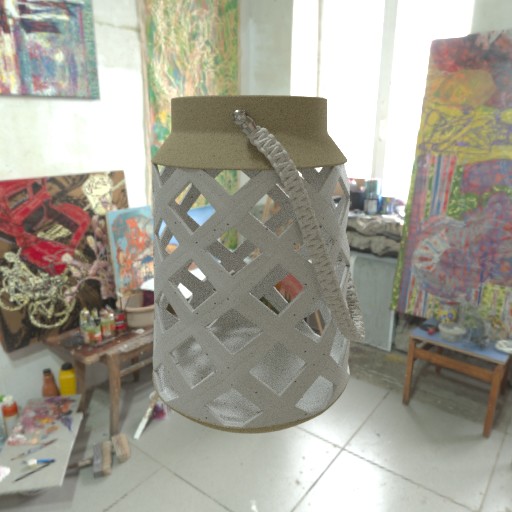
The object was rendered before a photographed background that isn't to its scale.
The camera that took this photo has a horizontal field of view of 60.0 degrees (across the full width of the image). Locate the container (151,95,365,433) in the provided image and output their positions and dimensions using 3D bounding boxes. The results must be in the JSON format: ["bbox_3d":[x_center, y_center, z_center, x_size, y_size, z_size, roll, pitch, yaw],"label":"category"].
[{"bbox_3d":[0.000,0.000,0.342,0.172,0.229,0.163,2,17,8],"label":"container"}]
